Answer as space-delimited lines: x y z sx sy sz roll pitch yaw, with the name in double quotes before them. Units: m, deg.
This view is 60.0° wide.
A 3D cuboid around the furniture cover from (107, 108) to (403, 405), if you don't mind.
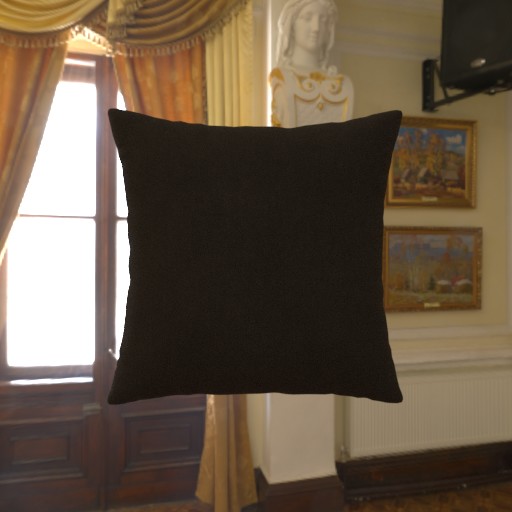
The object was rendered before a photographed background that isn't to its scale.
"furniture cover" 0.000 0.000 0.766 0.511 0.509 0.161 0 -1 -1
